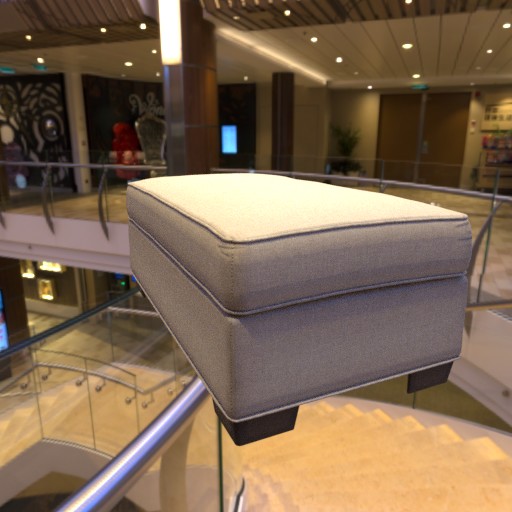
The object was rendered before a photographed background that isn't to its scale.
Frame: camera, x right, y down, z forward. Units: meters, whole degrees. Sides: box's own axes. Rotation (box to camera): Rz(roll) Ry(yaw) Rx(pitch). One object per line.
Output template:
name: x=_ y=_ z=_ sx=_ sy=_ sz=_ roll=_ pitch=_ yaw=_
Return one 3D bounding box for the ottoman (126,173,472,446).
ottoman: x=0.000 y=0.000 z=1.394 sx=0.617 sy=0.461 sz=1.097 roll=-7 pitch=17 yaw=-24
